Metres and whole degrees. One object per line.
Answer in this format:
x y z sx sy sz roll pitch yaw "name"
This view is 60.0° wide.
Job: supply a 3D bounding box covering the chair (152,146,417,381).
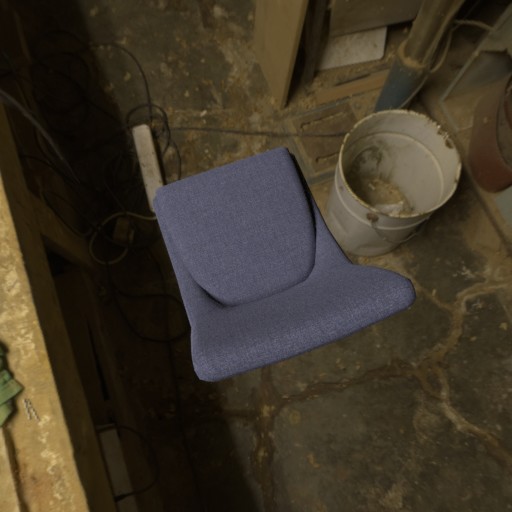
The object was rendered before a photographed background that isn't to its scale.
0.000 0.000 1.354 0.508 0.952 0.655 -20 75 -5 "chair"
